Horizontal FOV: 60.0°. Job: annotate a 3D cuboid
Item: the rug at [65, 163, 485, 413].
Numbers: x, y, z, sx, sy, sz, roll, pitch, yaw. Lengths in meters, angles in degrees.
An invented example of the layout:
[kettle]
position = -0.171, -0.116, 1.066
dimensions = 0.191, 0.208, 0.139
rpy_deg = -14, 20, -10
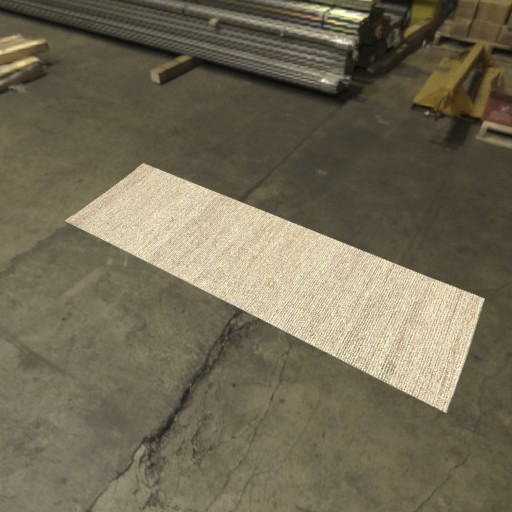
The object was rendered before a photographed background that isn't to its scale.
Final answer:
[rug]
position = 0.000, 0.000, 2.554
dimensions = 2.390, 0.014, 0.741
rpy_deg = 24, 50, 22
